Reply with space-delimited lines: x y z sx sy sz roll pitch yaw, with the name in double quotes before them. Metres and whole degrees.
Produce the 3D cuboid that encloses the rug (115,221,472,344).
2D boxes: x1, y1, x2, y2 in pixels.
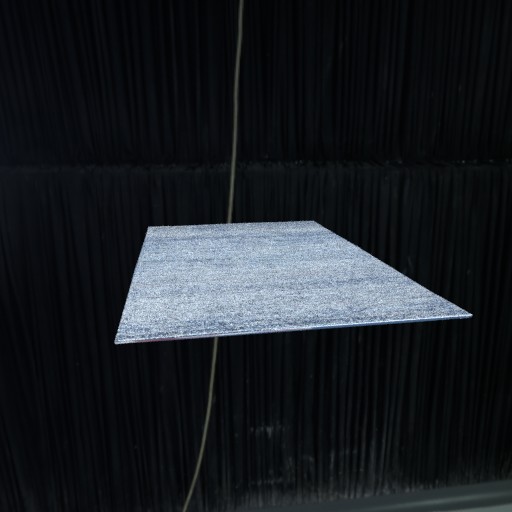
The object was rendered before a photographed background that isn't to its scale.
"rug" 0.000 0.000 2.236 1.159 0.025 1.793 -3 15 -10
